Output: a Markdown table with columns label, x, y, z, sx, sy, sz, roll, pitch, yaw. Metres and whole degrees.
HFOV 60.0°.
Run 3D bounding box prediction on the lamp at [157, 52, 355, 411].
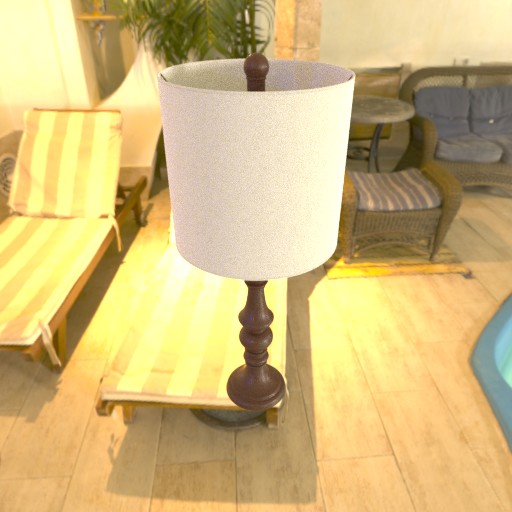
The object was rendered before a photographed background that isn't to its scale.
| label | x | y | z | sx | sy | sz | roll | pitch | yaw |
| --- | --- | --- | --- | --- | --- | --- | --- | --- | --- |
| lamp | 0.000 | 0.000 | 0.711 | 0.250 | 0.597 | 0.250 | 1 | 31 | 2 |
